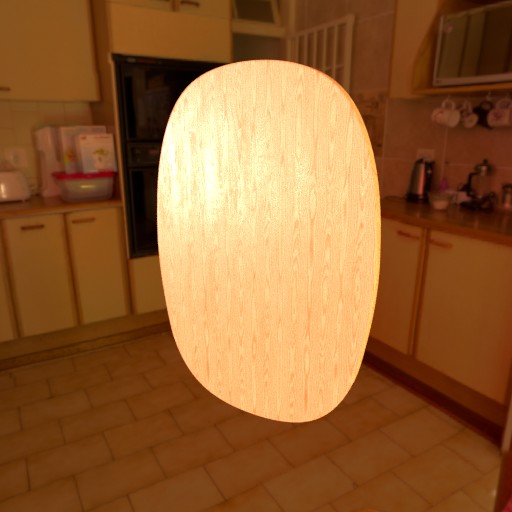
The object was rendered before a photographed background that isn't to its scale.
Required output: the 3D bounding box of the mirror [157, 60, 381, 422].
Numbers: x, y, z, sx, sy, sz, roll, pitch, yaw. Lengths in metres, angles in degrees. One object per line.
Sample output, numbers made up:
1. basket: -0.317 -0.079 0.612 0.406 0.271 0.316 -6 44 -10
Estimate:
1. mirror: 0.000 0.000 1.324 0.724 1.075 0.037 9 18 28
